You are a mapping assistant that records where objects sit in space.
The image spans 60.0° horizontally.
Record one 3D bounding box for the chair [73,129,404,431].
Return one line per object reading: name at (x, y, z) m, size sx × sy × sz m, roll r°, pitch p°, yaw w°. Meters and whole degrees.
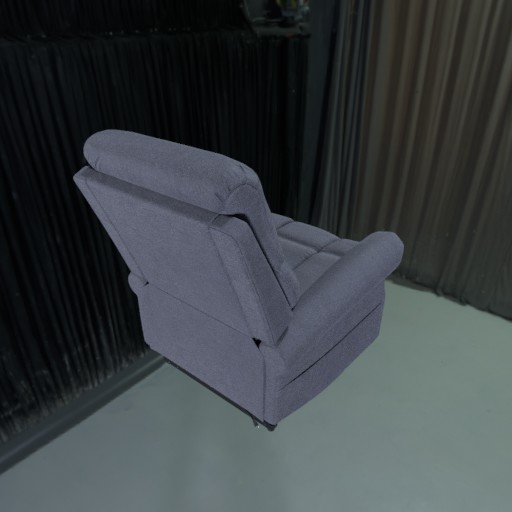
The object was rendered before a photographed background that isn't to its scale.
chair at (0.000, 0.000, 1.693) m, size 0.871 × 1.031 × 0.979 m, roll 22°, pitch 36°, yaw 33°
